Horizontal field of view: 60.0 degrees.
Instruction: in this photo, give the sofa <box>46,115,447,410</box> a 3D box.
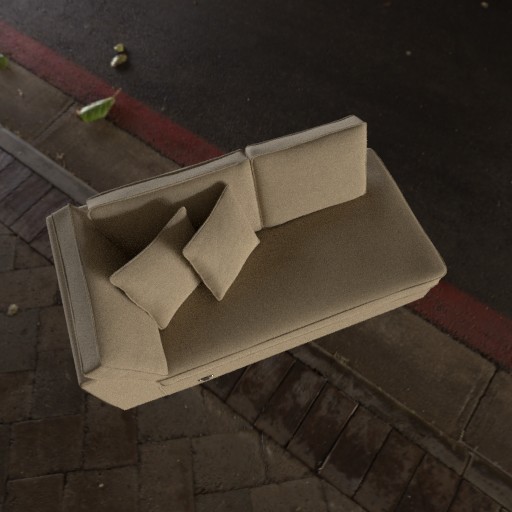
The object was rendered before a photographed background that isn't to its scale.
[{"bbox_3d":[0.000,0.000,2.816,2.237,1.033,1.110,-19,64,-10],"label":"sofa"}]
